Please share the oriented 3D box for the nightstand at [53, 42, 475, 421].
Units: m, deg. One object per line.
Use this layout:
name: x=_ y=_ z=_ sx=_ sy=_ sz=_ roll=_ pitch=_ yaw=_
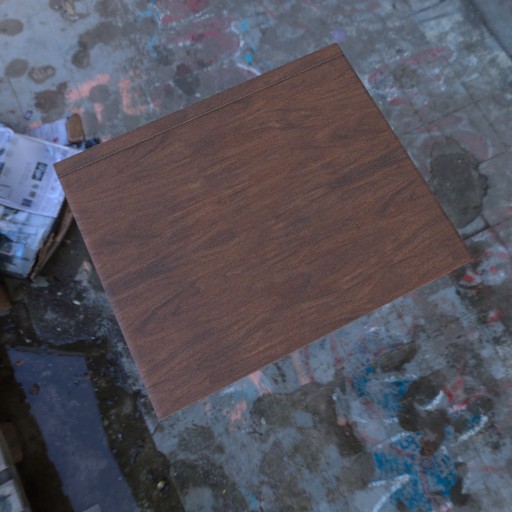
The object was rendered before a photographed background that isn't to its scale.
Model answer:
nightstand: x=0.000 y=0.000 z=0.984 sx=0.521 sy=0.607 sz=0.445 roll=-26 pitch=77 yaw=-6
